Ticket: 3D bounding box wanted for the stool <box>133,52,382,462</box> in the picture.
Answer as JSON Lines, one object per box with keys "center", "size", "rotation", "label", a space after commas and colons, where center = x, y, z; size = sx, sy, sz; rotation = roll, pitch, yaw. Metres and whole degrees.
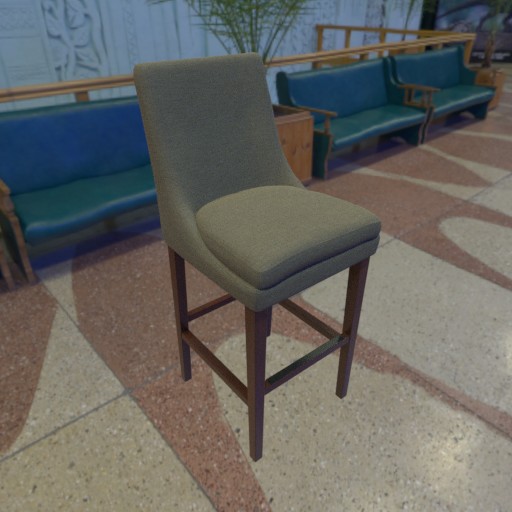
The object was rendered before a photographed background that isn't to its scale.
{"center": [0.000, 0.000, 1.362], "size": [0.470, 1.078, 0.577], "rotation": [-22, 37, -33], "label": "stool"}
